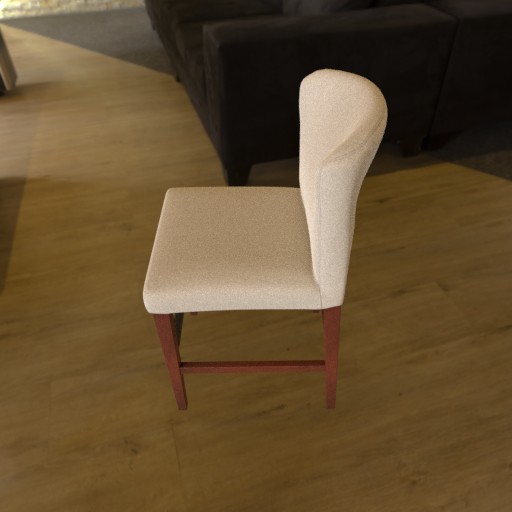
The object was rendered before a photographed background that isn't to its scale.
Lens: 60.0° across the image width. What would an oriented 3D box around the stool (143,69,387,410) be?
[{"bbox_3d":[0.000,0.000,1.296,0.568,0.968,0.479,-1,42,-1],"label":"stool"}]
